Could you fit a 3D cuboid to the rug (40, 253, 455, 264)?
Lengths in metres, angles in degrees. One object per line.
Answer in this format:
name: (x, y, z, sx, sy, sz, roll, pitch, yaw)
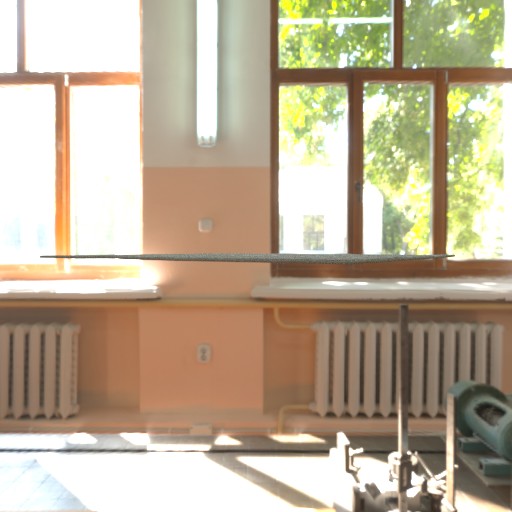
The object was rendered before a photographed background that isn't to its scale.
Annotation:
rug: (0.000, 0.000, 0.892, 0.639, 0.006, 0.548, 1, 1, 36)
